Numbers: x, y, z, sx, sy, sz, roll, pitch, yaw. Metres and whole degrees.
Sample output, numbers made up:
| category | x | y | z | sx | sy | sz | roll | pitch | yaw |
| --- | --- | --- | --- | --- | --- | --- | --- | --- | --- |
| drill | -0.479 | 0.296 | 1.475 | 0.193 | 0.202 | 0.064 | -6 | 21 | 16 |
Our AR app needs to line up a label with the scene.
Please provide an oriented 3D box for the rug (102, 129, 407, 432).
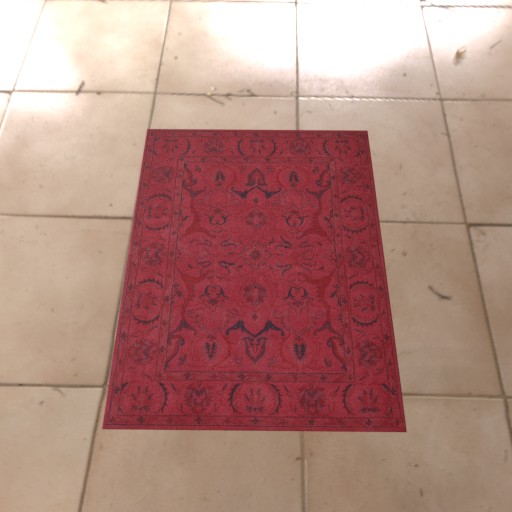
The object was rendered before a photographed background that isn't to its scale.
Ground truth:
| category | x | y | z | sx | sy | sz | roll | pitch | yaw |
| --- | --- | --- | --- | --- | --- | --- | --- | --- | --- |
| rug | 0.000 | 0.000 | 3.980 | 2.300 | 0.012 | 2.929 | 0 | 64 | 0 |
